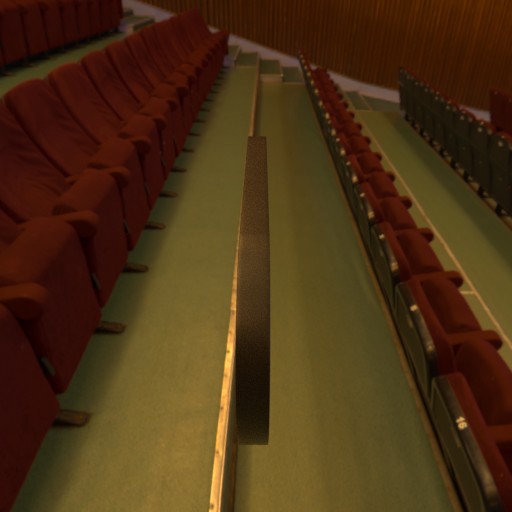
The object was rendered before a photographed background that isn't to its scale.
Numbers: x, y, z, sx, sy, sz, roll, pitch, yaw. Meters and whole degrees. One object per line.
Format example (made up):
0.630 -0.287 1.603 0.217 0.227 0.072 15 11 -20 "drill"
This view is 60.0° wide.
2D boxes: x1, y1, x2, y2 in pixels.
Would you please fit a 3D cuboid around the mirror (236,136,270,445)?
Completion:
0.000 0.000 0.668 0.032 0.254 0.584 0 32 1 "mirror"
